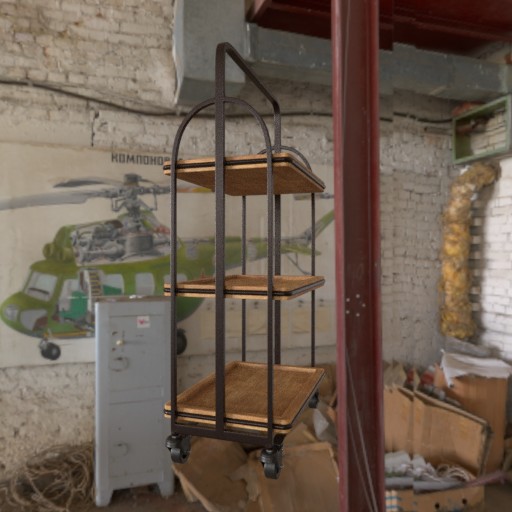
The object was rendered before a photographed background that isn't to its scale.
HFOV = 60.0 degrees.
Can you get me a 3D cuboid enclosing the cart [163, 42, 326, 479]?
[{"bbox_3d":[0.000,0.000,1.249,0.327,1.001,0.553,0,1,18],"label":"cart"}]
